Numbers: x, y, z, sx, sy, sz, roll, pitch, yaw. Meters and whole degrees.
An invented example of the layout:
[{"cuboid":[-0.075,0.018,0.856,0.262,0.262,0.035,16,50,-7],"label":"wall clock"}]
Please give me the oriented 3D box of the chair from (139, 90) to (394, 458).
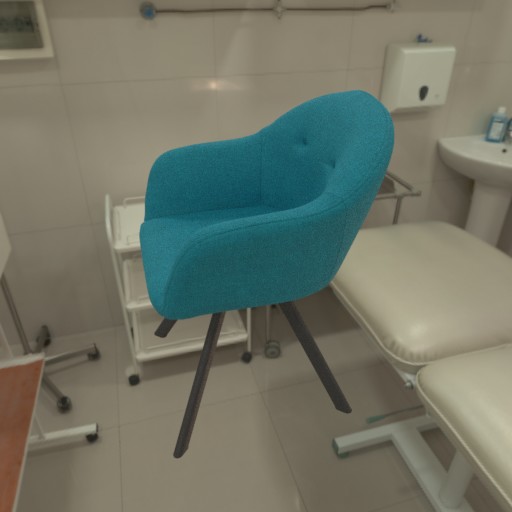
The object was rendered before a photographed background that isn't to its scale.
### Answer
[{"cuboid":[0.000,0.000,1.145,0.565,0.775,0.545,-9,33,-14],"label":"chair"}]
